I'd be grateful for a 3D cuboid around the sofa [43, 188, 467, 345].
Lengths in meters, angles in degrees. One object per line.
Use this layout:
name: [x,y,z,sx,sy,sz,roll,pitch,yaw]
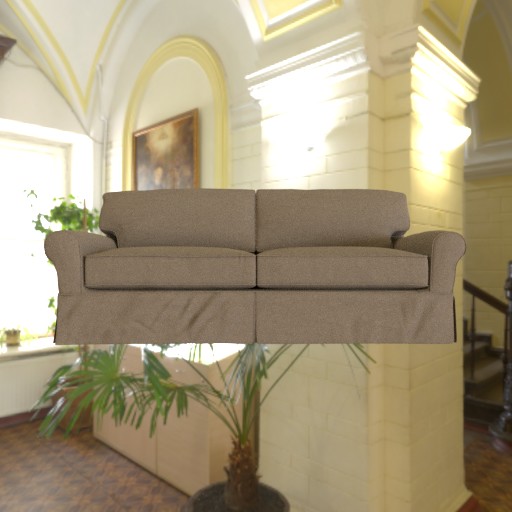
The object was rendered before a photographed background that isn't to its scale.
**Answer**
sofa: [0.000,0.000,2.790,2.248,0.943,0.991,0,-1,-1]
